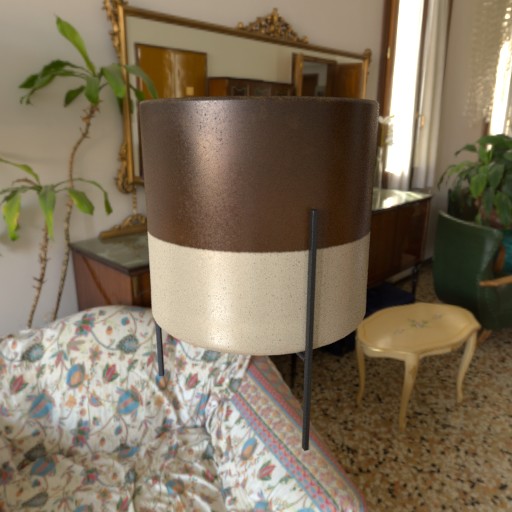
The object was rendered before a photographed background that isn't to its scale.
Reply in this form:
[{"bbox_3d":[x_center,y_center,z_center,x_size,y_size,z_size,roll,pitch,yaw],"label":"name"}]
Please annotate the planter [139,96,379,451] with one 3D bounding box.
[{"bbox_3d":[0.000,0.000,0.714,0.354,0.465,0.345,2,16,8],"label":"planter"}]
